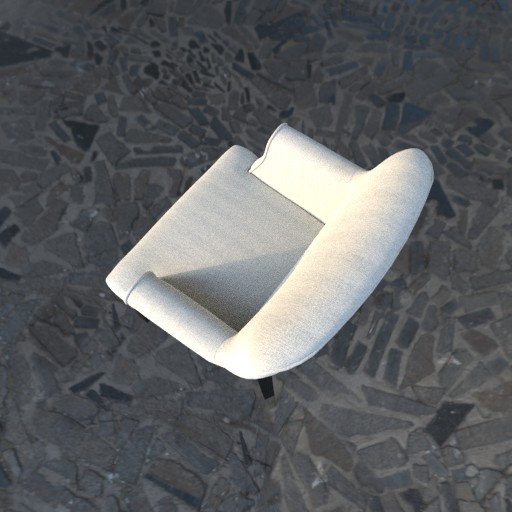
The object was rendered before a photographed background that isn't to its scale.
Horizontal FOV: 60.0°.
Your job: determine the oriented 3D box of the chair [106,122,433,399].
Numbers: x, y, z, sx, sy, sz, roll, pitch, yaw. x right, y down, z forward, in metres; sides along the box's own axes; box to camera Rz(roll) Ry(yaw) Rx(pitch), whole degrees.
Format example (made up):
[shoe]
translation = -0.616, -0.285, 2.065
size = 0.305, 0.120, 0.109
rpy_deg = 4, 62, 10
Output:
[chair]
translation = 0.000, 0.000, 1.458
size = 0.750, 0.875, 0.781
rpy_deg = 34, 69, 15
